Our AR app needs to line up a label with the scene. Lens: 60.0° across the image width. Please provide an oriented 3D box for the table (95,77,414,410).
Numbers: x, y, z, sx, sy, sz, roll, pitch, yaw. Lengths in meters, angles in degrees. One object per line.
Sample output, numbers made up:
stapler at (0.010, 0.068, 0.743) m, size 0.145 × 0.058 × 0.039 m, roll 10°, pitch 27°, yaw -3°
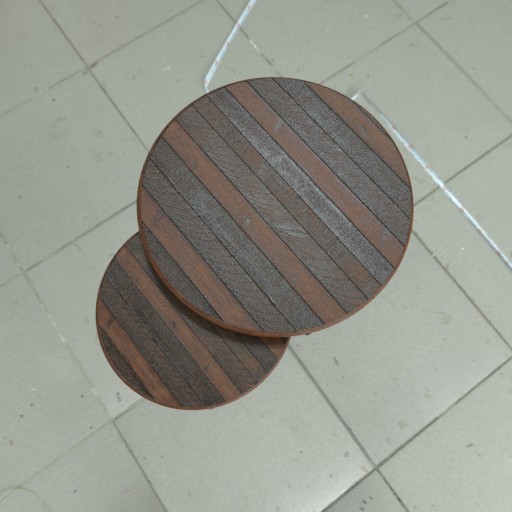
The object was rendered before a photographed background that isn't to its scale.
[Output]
table at (0.000, 0.000, 1.603) m, size 0.870 × 0.516 × 1.152 m, roll 24°, pitch 77°, yaw 6°
